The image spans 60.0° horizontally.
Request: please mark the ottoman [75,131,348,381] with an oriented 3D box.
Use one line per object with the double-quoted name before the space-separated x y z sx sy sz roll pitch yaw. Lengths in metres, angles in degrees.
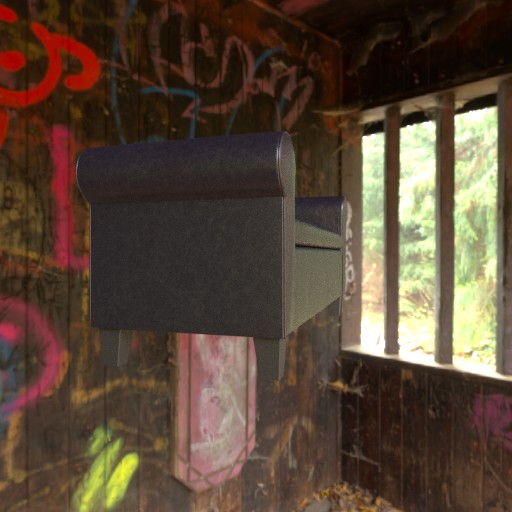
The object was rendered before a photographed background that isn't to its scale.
"ottoman" 0.000 0.000 1.573 0.521 0.547 1.256 0 0 18
